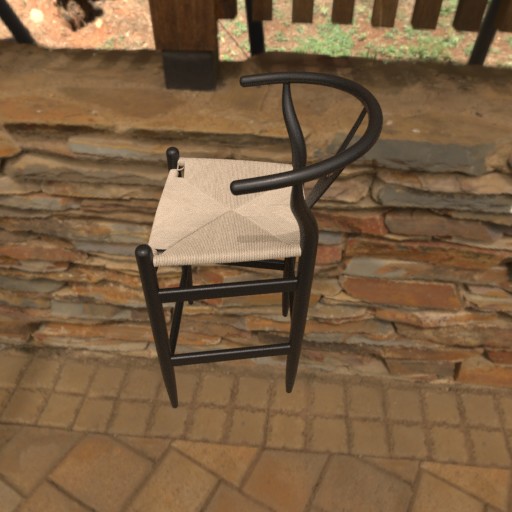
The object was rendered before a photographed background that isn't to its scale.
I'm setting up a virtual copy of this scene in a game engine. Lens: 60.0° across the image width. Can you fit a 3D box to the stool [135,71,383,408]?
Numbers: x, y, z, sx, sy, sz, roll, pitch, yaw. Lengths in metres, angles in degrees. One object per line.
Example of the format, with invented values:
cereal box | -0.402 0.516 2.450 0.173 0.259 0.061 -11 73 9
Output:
stool | 0.000 0.000 1.354 0.579 0.970 0.569 0 43 0
